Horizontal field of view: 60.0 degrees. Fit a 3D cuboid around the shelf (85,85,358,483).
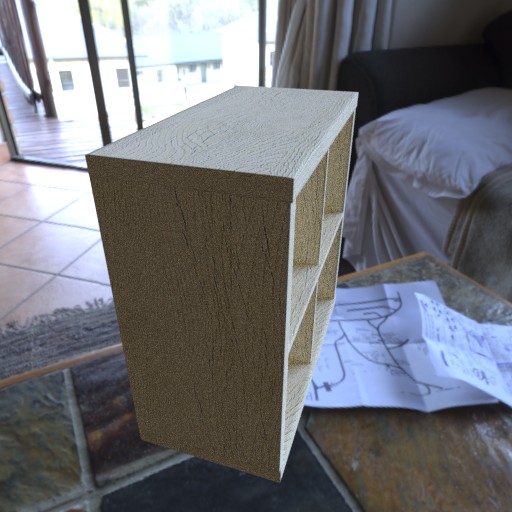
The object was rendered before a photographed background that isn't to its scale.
[{"bbox_3d":[0.000,0.000,1.272,0.390,0.786,0.790,10,31,16],"label":"shelf"}]
